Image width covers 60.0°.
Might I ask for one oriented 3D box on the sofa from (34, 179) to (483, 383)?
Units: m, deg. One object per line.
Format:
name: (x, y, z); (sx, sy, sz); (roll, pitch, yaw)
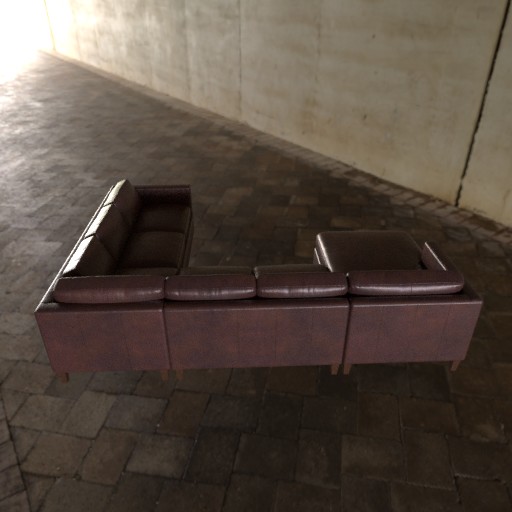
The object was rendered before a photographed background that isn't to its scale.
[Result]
sofa: (0.000, 0.000, 4.449); (3.324, 0.891, 2.452); (-1, 31, -2)
